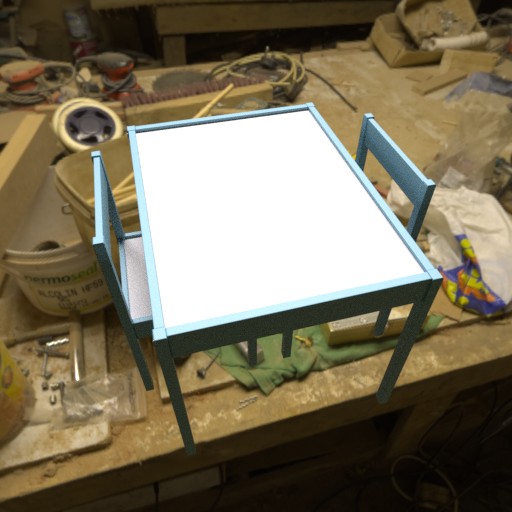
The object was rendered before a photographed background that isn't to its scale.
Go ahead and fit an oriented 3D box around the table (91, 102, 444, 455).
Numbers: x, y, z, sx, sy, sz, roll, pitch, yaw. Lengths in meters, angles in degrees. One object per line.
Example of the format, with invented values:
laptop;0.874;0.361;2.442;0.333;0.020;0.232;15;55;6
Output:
table;0.000;0.000;1.056;0.633;0.503;0.639;-11;47;-10
